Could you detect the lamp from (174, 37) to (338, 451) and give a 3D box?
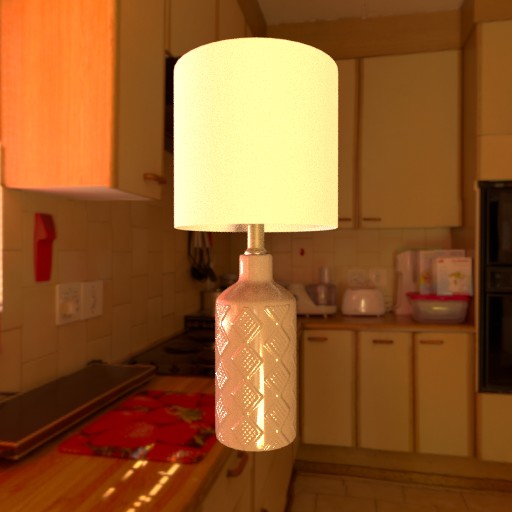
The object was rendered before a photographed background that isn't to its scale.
[{"bbox_3d":[0.000,0.000,0.570,0.207,0.461,0.207,0,1,-18],"label":"lamp"}]
